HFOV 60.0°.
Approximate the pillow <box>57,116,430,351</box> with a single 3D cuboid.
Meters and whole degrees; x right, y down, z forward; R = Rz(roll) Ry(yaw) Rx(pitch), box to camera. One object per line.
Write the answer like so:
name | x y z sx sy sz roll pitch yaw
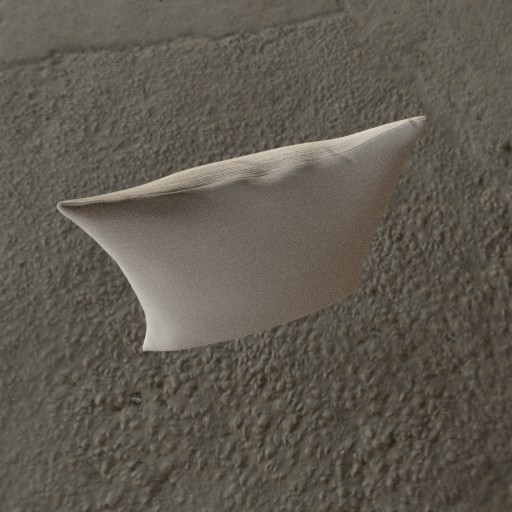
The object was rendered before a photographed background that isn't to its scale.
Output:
pillow | 0.000 0.000 0.787 0.512 0.497 0.204 -15 59 -9
